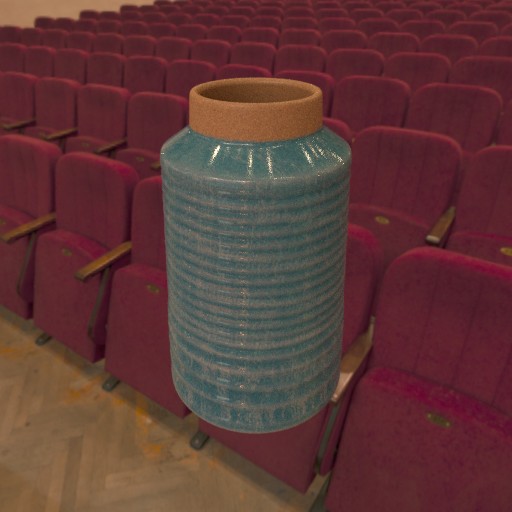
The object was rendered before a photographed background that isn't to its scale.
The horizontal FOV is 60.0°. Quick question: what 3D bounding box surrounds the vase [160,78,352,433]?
[{"bbox_3d":[0.000,0.000,0.372,0.163,0.267,0.163,0,31,0],"label":"vase"}]
